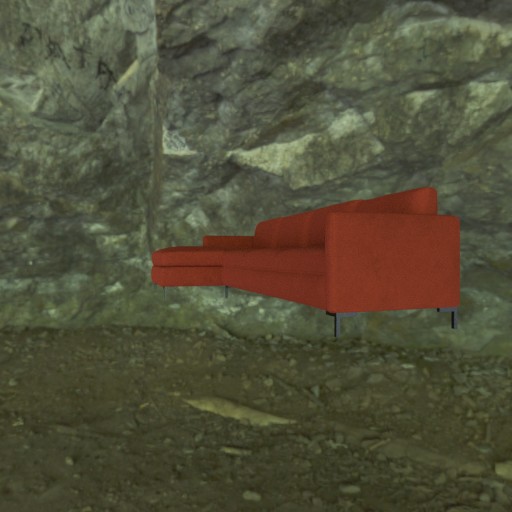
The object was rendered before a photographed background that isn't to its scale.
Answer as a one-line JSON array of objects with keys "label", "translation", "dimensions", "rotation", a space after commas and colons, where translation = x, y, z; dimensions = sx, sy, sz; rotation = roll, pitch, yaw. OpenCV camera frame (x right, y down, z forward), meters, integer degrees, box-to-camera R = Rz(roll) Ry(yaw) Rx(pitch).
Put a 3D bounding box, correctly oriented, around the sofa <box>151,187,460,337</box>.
[{"label": "sofa", "translation": [0.000, 0.000, 2.971], "dimensions": [1.136, 0.663, 2.467], "rotation": [0, 0, -19]}]
